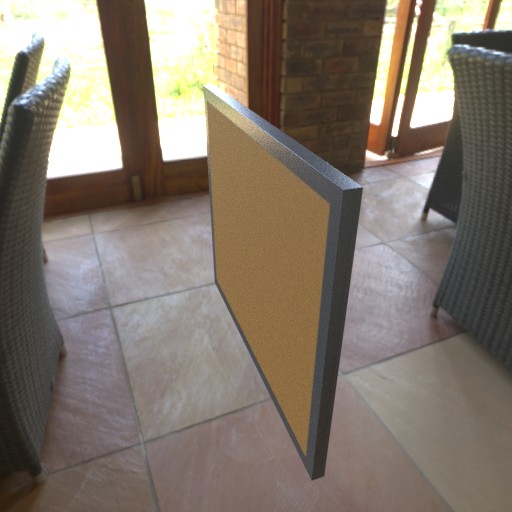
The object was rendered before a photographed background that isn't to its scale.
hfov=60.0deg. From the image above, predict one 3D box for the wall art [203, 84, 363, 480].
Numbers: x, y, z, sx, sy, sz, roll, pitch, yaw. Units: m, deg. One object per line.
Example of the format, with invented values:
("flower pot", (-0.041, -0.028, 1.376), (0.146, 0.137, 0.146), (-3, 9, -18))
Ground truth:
("wall art", (0.000, 0.000, 0.915), (0.026, 0.558, 0.660), (-11, 33, -17))
